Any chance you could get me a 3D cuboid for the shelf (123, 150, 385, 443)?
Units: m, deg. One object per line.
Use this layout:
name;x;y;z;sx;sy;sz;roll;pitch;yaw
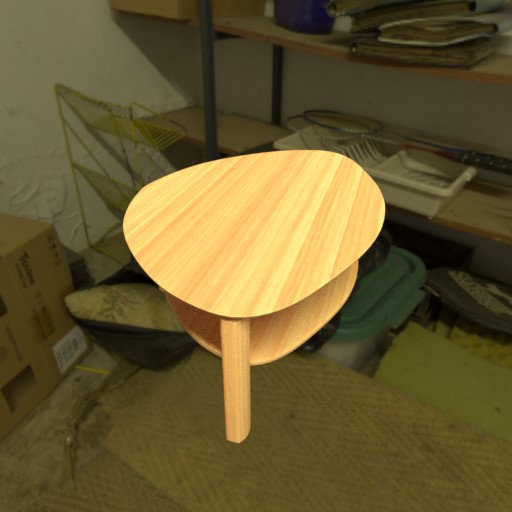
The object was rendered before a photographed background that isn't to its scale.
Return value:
shelf;0.000;0.000;1.609;0.845;0.440;1.246;9;31;15
